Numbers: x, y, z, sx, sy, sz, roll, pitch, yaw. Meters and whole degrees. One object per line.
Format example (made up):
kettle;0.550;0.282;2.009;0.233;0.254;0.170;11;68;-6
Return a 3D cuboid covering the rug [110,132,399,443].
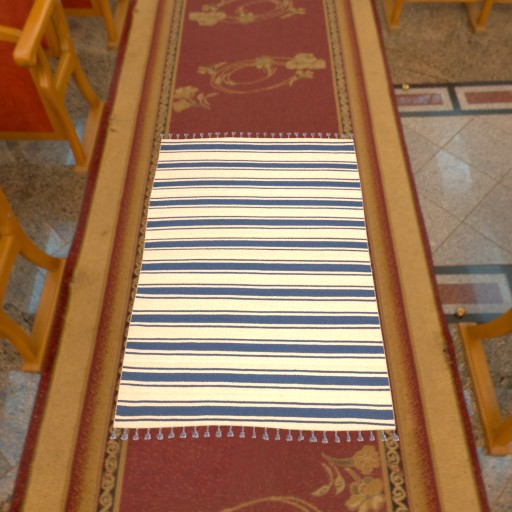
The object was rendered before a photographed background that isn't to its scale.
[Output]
rug;0.000;0.000;2.954;1.544;0.010;2.315;0;59;0
